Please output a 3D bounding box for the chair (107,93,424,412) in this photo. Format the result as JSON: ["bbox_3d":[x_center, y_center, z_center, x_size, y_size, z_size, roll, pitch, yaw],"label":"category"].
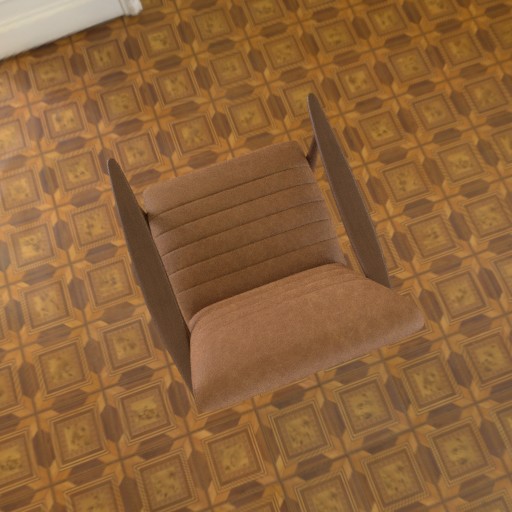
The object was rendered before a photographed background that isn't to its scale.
[{"bbox_3d":[0.000,0.000,1.473,0.741,0.832,0.798,-20,76,-5],"label":"chair"}]
